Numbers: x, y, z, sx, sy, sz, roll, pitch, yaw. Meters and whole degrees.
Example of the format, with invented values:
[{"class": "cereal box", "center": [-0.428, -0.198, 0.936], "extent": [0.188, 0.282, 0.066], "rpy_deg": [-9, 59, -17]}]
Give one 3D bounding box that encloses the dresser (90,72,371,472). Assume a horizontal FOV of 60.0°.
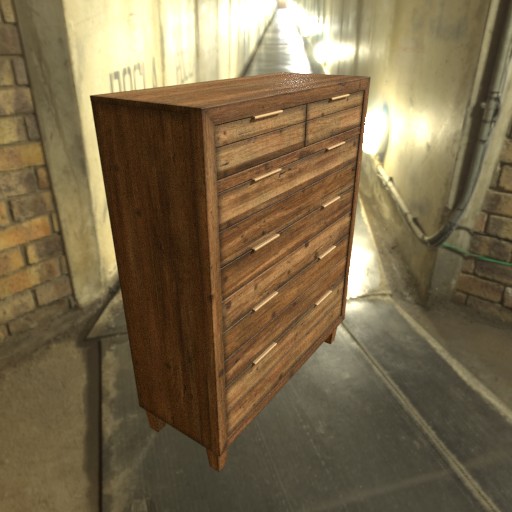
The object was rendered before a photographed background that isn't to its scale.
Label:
[{"class": "dresser", "center": [0.000, 0.000, 1.874], "extent": [0.438, 1.359, 1.067], "rpy_deg": [17, 31, 31]}]
